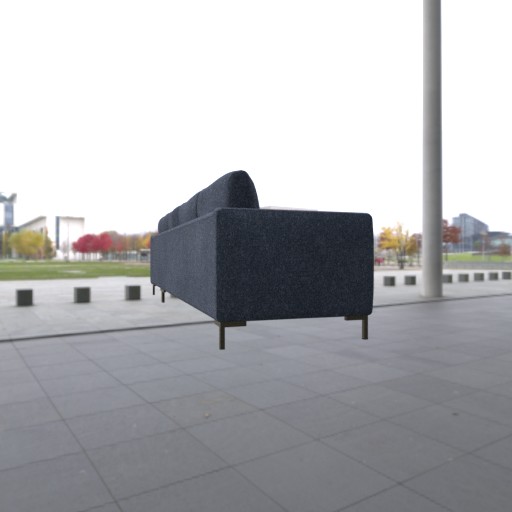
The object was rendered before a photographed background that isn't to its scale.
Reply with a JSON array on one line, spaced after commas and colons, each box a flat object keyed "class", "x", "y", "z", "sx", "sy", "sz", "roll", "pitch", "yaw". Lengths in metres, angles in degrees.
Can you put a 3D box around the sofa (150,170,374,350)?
[{"class": "sofa", "x": 0.000, "y": 0.000, "z": 3.468, "sx": 1.350, "sy": 0.810, "sz": 2.932, "roll": 0, "pitch": 0, "yaw": -19}]
